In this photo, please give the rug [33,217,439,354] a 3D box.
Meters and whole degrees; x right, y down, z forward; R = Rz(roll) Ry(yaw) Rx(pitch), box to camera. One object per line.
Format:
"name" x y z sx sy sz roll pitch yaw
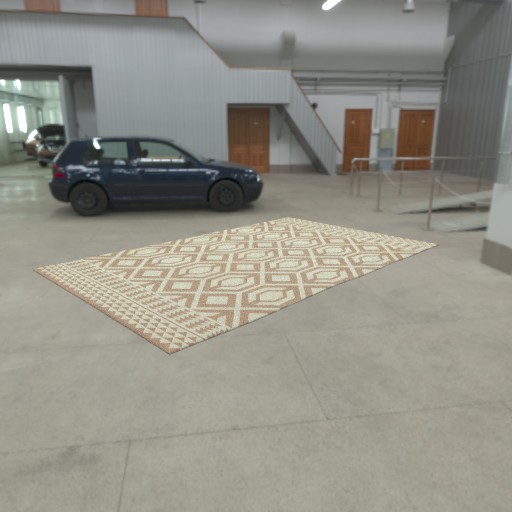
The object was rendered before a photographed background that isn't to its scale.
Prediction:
"rug" 0.000 0.000 3.076 2.435 0.011 1.526 -15 22 -42
